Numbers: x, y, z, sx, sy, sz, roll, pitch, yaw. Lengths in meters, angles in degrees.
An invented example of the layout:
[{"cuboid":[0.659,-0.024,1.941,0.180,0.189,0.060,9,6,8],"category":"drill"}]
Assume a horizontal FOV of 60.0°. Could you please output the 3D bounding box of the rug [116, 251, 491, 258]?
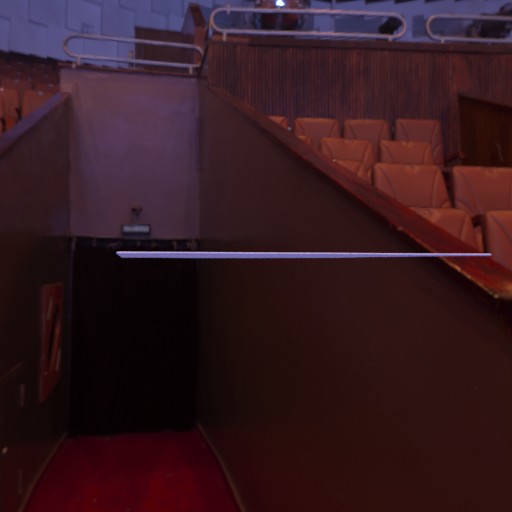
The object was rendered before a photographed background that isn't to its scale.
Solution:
[{"cuboid":[0.000,0.000,4.103,2.410,0.021,3.055,0,-1,-16],"category":"rug"}]
